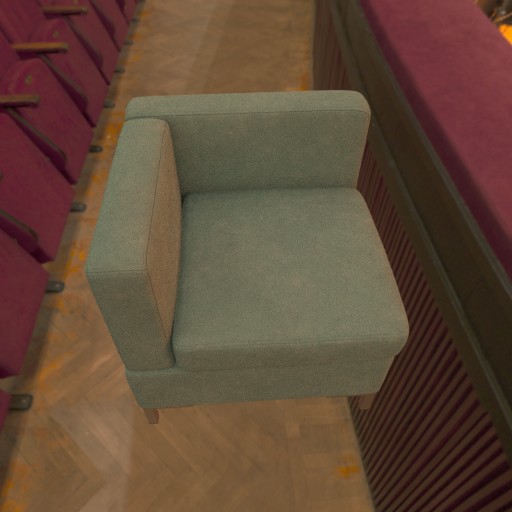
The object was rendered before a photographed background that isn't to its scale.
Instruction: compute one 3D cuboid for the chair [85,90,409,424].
[{"bbox_3d":[0.000,0.000,1.239,0.680,0.660,0.680,-3,47,-3],"label":"chair"}]
